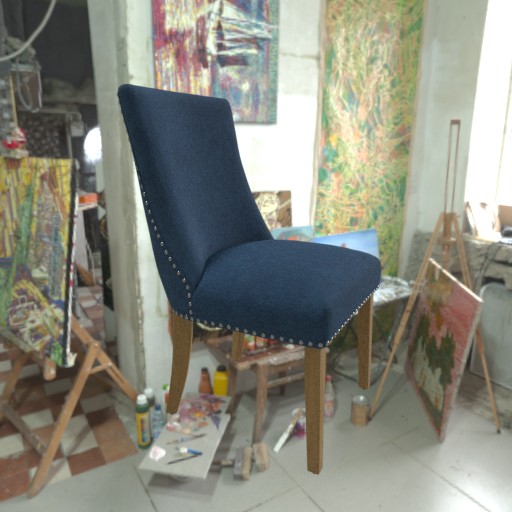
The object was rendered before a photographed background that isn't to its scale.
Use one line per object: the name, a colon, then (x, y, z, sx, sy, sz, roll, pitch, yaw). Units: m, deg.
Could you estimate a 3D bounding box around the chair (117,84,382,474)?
chair: (0.000, 0.000, 1.253, 0.610, 0.902, 0.495, 8, 16, 28)
